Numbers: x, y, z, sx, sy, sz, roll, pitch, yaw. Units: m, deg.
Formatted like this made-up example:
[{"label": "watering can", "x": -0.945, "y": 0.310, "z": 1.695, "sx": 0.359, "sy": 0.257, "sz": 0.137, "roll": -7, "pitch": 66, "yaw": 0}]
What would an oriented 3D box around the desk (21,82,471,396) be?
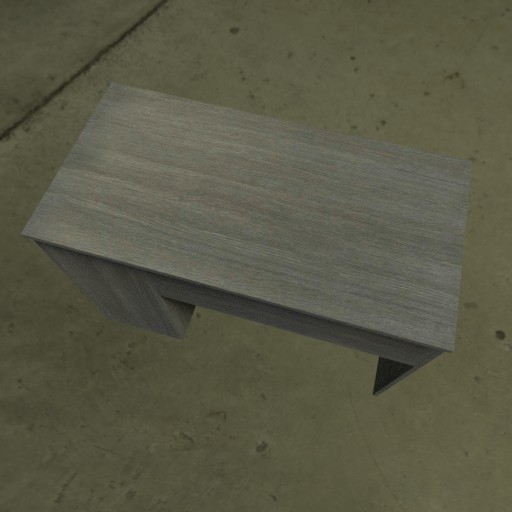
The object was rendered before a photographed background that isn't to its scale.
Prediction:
[{"label": "desk", "x": 0.000, "y": 0.000, "z": 1.514, "sx": 1.096, "sy": 0.730, "sz": 0.560, "roll": 15, "pitch": 65, "yaw": 7}]
